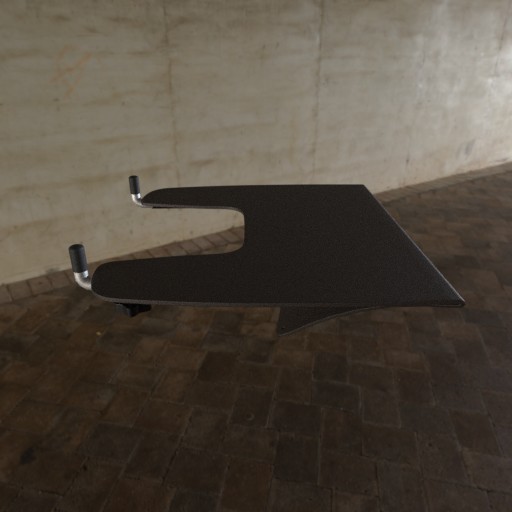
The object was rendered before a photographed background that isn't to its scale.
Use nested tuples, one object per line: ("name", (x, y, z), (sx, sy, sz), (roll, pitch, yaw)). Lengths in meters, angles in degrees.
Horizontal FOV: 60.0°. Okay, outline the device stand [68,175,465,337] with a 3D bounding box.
("device stand", (0.000, 0.000, 0.359), (0.230, 0.092, 0.230), (-1, 26, -1))
